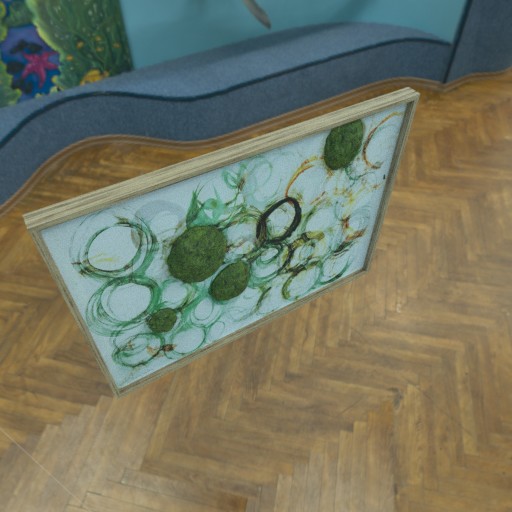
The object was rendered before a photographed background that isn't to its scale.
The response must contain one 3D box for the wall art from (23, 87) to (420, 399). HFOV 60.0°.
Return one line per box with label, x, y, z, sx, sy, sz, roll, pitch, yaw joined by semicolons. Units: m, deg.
wall art;0.000;0.000;1.067;0.841;0.609;0.063;-24;52;-20
